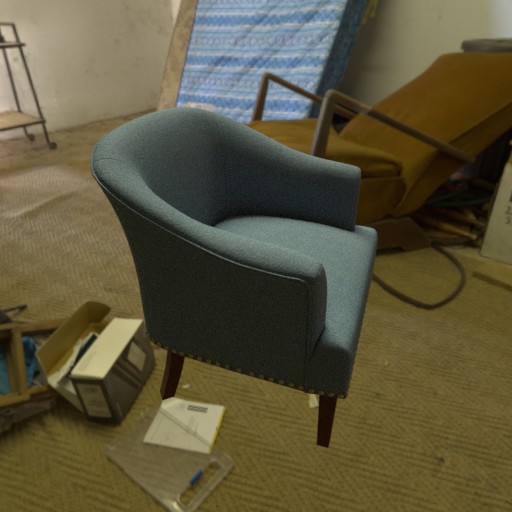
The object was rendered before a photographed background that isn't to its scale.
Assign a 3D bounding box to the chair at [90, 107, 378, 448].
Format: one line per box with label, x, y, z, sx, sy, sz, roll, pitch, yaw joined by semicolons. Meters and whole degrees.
chair;0.000;0.000;1.389;0.704;0.815;0.772;10;31;16
